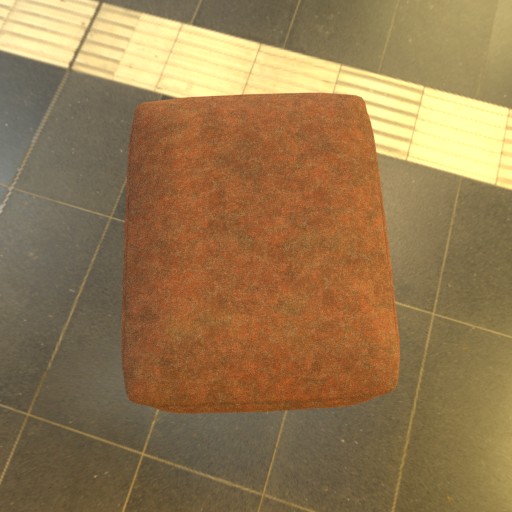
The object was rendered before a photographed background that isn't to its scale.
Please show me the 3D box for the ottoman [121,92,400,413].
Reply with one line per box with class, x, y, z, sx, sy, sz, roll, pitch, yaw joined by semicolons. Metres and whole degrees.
ottoman;0.000;0.000;1.210;0.635;0.508;0.787;-2;75;-1
